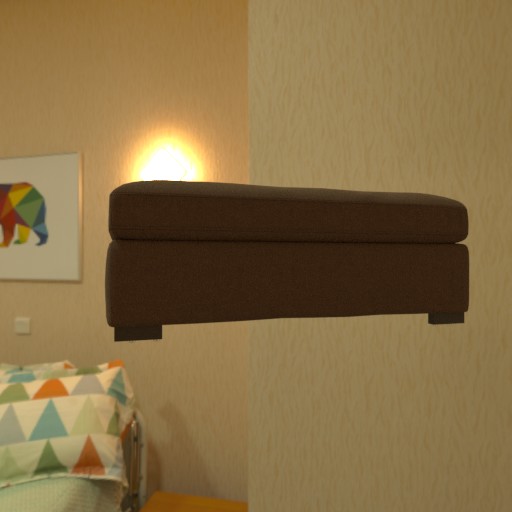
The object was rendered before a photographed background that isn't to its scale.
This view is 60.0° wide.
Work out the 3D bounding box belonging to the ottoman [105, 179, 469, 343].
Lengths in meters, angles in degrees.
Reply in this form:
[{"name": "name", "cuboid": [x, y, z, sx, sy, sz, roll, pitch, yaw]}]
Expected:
[{"name": "ottoman", "cuboid": [0.000, 0.000, 1.868, 1.181, 0.470, 1.181, 0, 0, -17]}]
